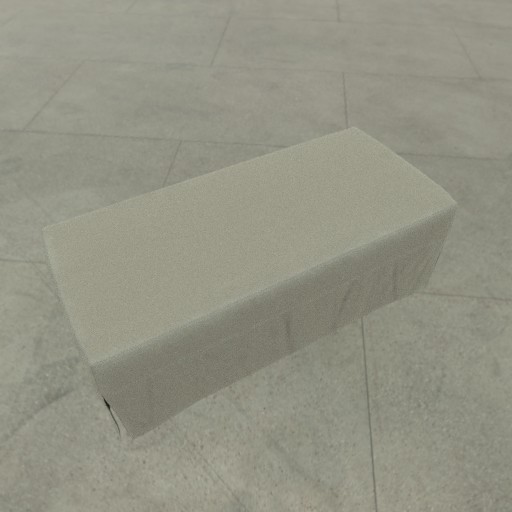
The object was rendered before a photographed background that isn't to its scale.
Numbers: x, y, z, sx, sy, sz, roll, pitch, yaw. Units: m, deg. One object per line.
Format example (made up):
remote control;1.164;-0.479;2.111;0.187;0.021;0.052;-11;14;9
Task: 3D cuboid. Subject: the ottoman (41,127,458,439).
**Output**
ottoman;0.000;0.000;1.691;1.388;0.457;0.665;-22;50;-20
